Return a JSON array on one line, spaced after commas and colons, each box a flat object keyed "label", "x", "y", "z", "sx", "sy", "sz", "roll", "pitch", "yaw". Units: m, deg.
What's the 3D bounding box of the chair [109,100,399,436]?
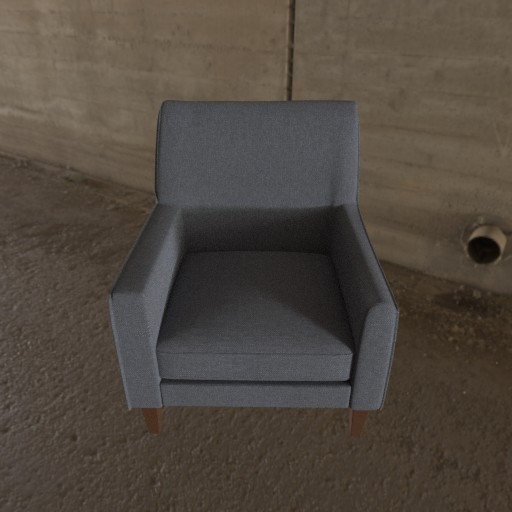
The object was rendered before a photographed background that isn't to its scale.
[{"label": "chair", "x": 0.000, "y": 0.000, "z": 1.581, "sx": 0.780, "sy": 0.919, "sz": 0.899, "roll": 0, "pitch": 30, "yaw": 1}]
